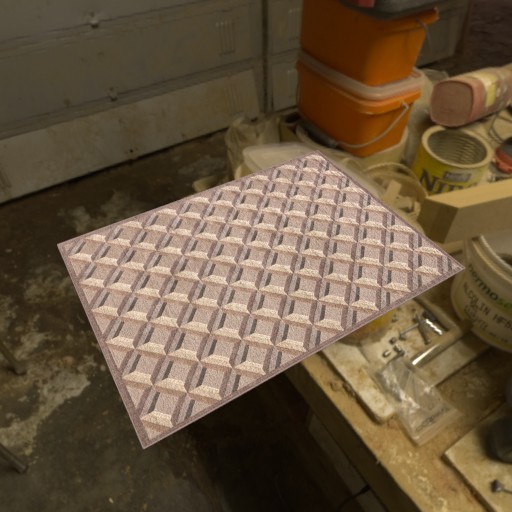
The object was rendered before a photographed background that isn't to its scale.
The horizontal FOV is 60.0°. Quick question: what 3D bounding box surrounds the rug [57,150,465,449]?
[{"bbox_3d":[0.000,0.000,4.390,3.294,0.018,2.382,-24,51,-21],"label":"rug"}]
